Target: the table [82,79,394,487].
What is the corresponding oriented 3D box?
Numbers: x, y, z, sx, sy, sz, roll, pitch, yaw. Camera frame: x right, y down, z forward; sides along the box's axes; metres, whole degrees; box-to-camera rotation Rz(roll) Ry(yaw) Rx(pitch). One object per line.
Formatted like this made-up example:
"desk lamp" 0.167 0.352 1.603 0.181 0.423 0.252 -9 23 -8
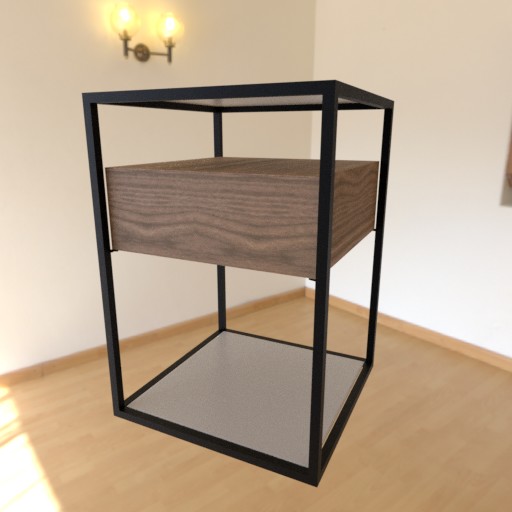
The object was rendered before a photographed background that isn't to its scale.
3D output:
"table" 0.000 0.000 0.798 0.378 0.540 0.378 7 17 25
